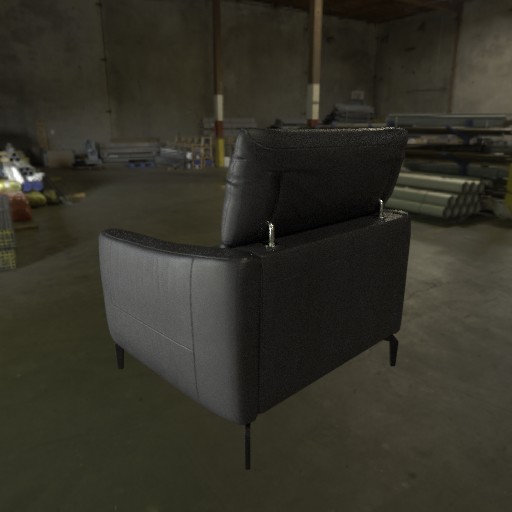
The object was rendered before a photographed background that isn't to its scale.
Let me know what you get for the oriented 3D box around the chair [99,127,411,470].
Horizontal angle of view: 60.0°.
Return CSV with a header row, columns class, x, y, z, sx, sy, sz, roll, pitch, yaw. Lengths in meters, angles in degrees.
class,x,y,z,sx,sy,sz,roll,pitch,yaw
chair,0.000,0.000,1.695,0.976,0.949,0.809,-15,22,-42
